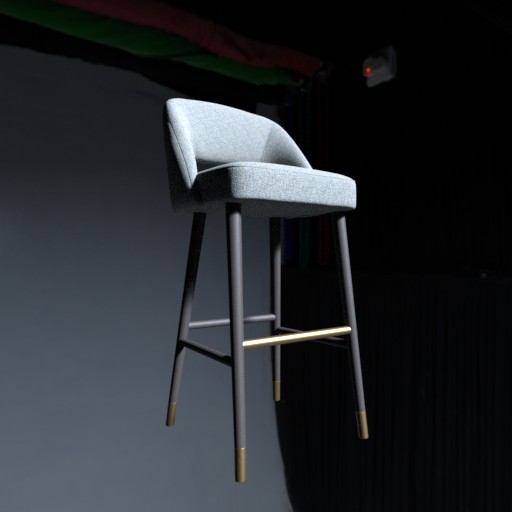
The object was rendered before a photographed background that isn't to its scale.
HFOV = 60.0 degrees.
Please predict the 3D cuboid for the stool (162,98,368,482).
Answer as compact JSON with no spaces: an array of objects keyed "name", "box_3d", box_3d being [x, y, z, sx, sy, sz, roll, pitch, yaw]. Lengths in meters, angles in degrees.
[{"name":"stool","box_3d":[0.000,0.000,1.405,0.536,1.089,0.524,0,0,-35]}]
